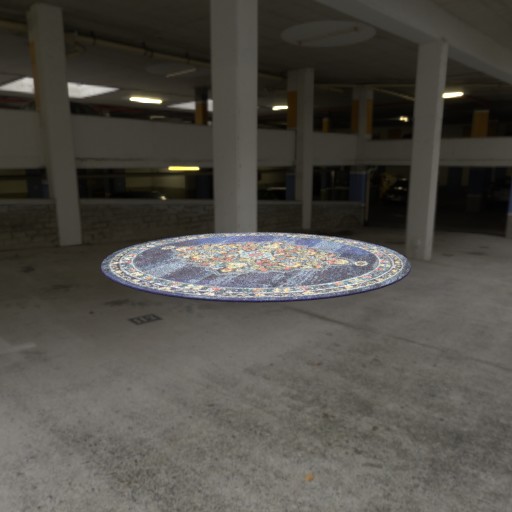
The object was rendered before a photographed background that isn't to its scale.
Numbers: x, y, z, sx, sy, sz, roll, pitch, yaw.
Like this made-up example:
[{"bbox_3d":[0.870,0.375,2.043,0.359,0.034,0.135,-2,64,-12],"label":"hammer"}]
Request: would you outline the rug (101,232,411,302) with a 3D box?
[{"bbox_3d":[0.000,0.000,2.401,1.591,0.010,1.591,0,12,0],"label":"rug"}]
